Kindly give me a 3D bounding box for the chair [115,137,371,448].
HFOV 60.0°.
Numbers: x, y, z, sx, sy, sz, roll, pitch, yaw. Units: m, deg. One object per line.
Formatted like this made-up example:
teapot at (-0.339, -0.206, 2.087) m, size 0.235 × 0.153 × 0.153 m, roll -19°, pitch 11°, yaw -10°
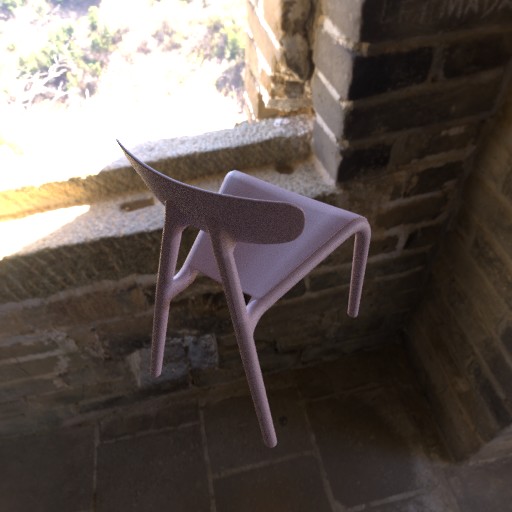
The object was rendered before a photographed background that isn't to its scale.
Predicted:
chair at (0.000, 0.000, 0.838) m, size 0.356 × 0.580 × 0.401 m, roll 24°, pitch 51°, yaw 21°
